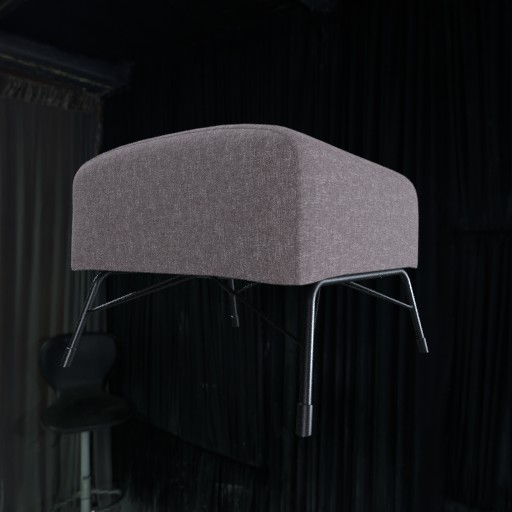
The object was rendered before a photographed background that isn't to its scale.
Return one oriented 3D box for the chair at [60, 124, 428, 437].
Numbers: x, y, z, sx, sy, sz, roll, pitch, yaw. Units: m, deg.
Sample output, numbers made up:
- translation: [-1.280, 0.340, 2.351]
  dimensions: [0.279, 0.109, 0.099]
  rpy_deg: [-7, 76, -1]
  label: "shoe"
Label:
- translation: [0.000, 0.000, 0.883]
  dimensions: [0.530, 0.410, 0.530]
  rpy_deg: [1, 2, 36]
  label: "chair"
